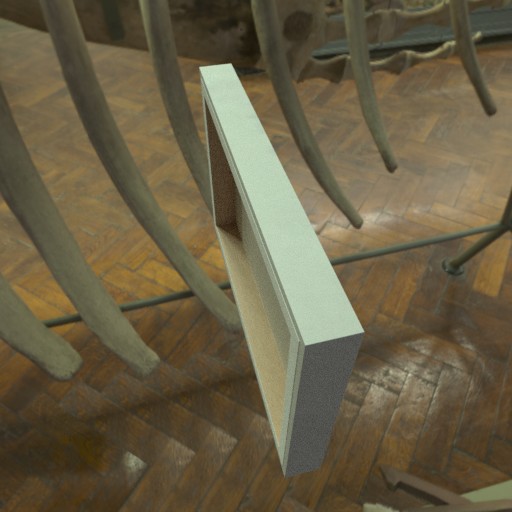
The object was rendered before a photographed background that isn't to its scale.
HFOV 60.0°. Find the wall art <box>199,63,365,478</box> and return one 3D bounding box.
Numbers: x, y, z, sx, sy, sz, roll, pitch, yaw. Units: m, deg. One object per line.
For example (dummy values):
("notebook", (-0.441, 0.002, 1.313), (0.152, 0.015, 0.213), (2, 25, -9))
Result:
("wall art", (0.000, 0.000, 0.483), (0.038, 0.254, 0.381), (-11, 48, -10))
